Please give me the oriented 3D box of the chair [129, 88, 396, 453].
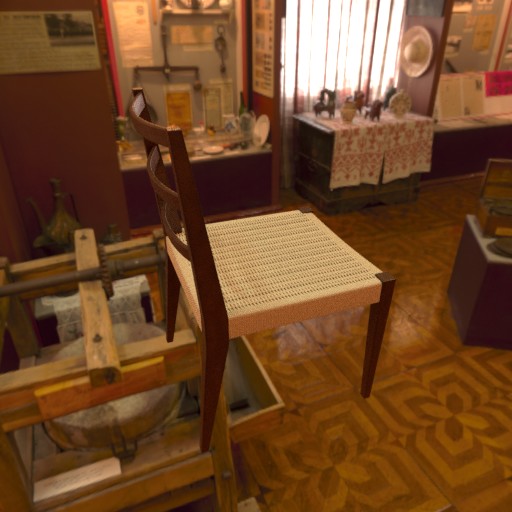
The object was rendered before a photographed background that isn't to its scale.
[{"bbox_3d":[0.000,0.000,1.190,0.551,0.813,0.480,-11,31,-18],"label":"chair"}]
